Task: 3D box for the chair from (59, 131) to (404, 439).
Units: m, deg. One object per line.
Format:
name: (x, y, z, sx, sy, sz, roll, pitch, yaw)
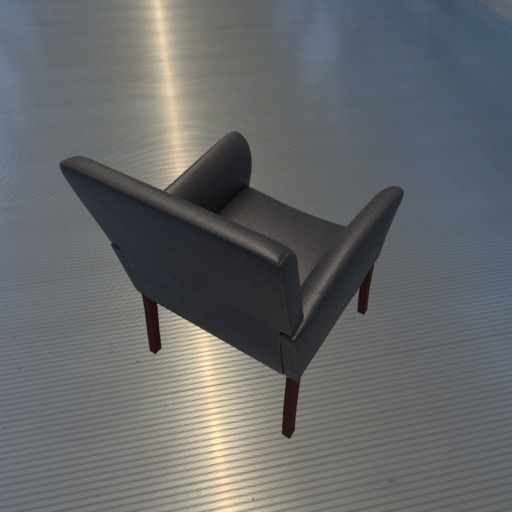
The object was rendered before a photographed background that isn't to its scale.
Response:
chair: (0.000, 0.000, 1.483, 0.683, 0.951, 0.772, 25, 50, 23)
